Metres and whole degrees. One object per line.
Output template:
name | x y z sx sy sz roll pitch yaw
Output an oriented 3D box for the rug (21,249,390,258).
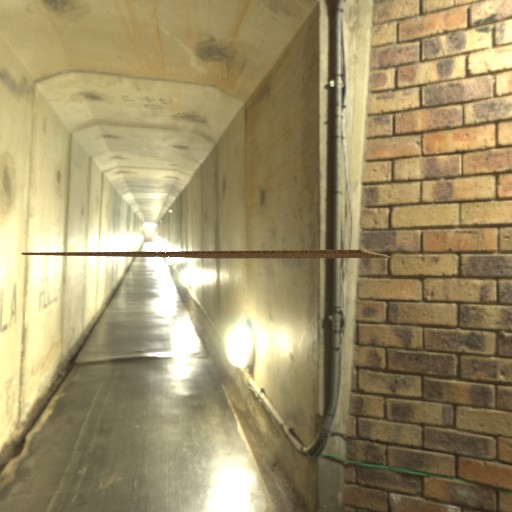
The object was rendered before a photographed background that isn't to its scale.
rug | 0.000 0.000 2.783 1.566 0.013 2.141 0 -1 18
